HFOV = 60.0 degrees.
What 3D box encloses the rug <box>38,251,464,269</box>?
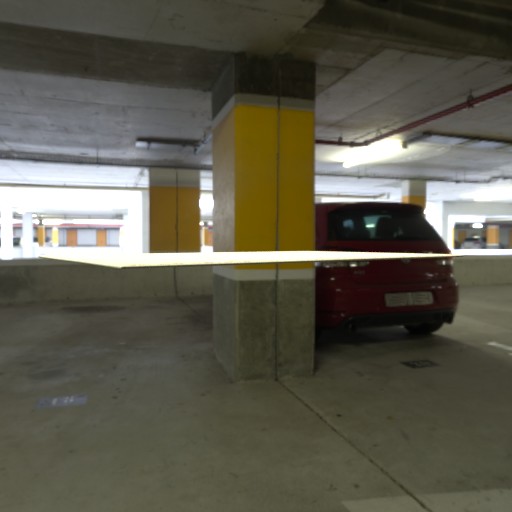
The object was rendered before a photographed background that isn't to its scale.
[{"bbox_3d":[0.000,0.000,3.422,2.746,0.018,1.819,-1,2,-36],"label":"rug"}]
